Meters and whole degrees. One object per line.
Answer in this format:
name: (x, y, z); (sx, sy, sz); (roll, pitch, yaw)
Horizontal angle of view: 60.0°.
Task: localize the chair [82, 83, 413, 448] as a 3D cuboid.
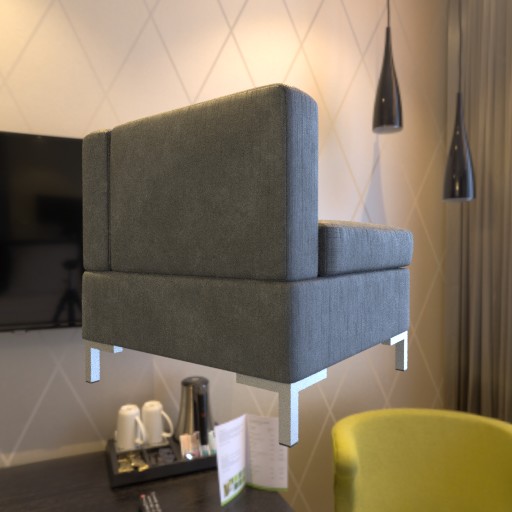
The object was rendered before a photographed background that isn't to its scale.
chair: (0.000, 0.000, 1.225); (0.680, 0.660, 0.680); (1, 2, 37)
